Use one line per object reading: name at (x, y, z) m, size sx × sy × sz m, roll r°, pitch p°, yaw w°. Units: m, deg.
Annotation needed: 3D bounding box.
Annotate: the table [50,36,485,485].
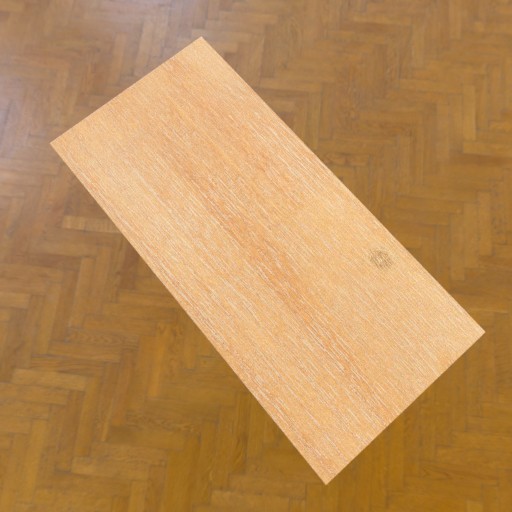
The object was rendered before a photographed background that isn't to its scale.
table at (0.000, 0.000, 1.266) m, size 0.483 × 0.457 × 1.016 m, roll -39°, pitch 79°, yaw -9°
